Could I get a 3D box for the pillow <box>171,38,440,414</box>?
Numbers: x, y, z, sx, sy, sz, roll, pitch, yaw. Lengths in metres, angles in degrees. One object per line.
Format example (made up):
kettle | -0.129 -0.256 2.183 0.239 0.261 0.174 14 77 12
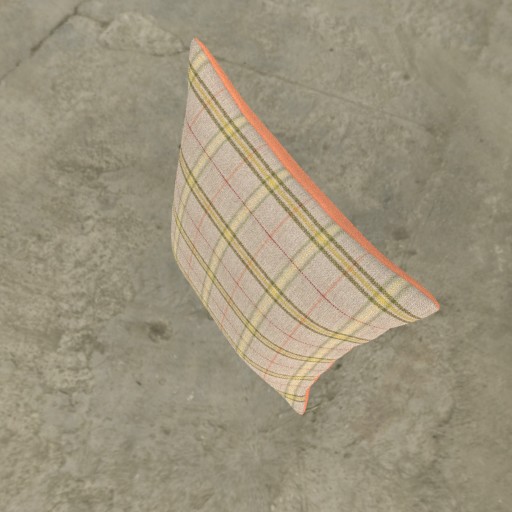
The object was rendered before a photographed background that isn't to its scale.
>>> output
pillow | 0.000 0.000 0.684 0.200 0.430 0.453 -32 70 -14
